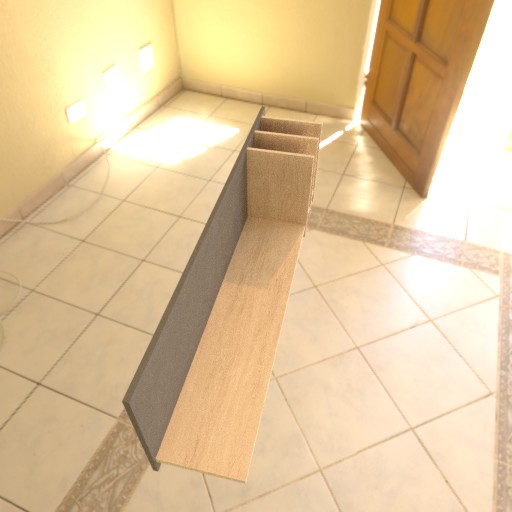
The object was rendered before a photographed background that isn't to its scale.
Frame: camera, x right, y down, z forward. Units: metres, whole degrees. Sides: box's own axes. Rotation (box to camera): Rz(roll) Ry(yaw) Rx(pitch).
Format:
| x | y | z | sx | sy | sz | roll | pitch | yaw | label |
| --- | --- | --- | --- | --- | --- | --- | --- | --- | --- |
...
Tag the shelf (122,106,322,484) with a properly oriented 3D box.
| x | y | z | sx | sy | sz | roll | pitch | yaw | label |
| --- | --- | --- | --- | --- | --- | --- | --- | --- | --- |
| 0.000 | 0.000 | 1.142 | 0.200 | 0.300 | 1.020 | 9 | 46 | 9 | shelf |
